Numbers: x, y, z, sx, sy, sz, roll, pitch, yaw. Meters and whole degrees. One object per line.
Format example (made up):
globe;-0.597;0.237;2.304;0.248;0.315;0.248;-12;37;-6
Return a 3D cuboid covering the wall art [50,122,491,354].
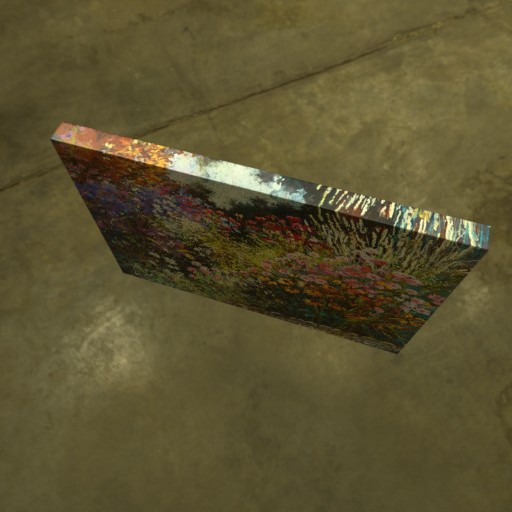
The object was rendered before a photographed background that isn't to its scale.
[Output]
wall art;0.000;0.000;0.772;0.610;0.406;0.037;15;61;9
